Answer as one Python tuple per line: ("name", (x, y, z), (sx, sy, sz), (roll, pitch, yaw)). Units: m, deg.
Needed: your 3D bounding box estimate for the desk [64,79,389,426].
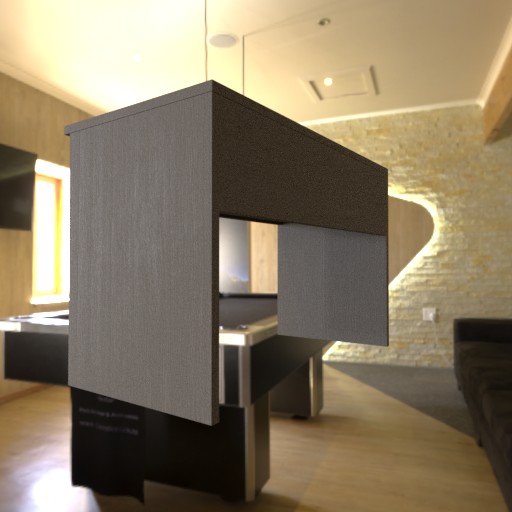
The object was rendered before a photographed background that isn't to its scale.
("desk", (0.000, 0.000, 1.541), (0.557, 0.729, 1.099), (-1, -1, 36))
